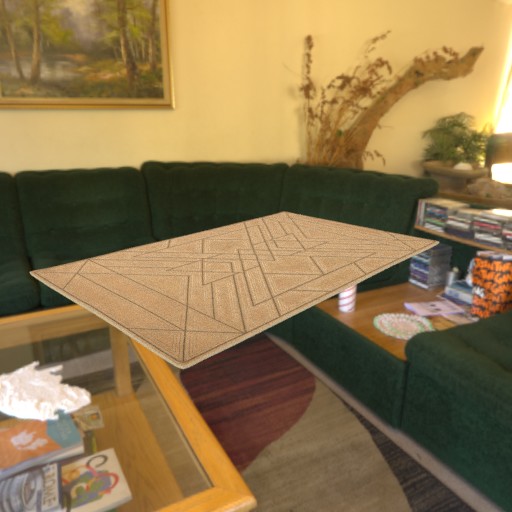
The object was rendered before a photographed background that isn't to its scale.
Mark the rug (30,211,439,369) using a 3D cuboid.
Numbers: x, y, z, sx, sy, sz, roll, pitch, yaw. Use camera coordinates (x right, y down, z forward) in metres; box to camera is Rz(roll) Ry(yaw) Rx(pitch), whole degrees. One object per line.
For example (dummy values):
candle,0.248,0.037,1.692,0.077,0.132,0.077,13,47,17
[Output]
rug,0.000,0.000,3.086,1.575,0.023,2.459,17,24,41
